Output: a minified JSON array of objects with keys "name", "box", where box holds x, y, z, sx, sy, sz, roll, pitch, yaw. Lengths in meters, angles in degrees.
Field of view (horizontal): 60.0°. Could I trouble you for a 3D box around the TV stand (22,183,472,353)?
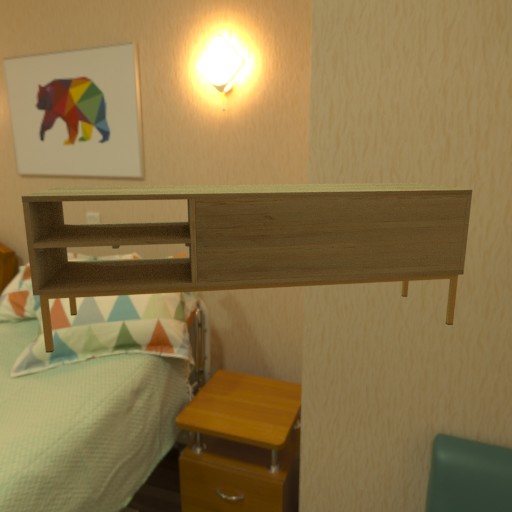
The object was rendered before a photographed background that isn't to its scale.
[{"name":"TV stand","box":[0.000,0.000,1.818,1.600,0.550,0.420,-2,13,-9]}]
